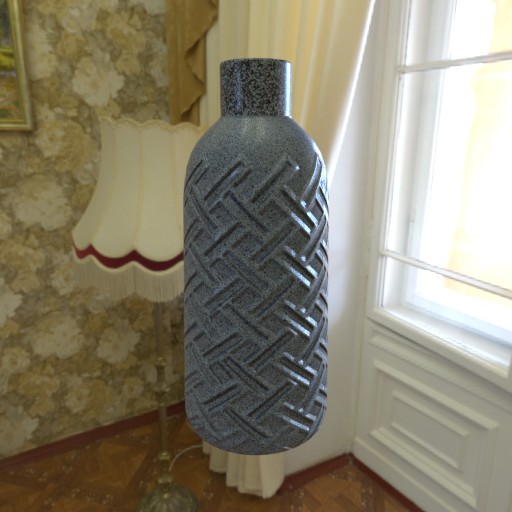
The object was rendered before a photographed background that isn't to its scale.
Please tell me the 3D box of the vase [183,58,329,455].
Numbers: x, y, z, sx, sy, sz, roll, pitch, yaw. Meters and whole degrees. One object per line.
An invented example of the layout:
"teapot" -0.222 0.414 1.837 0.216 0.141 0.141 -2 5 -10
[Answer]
"vase" 0.000 0.000 0.351 0.122 0.282 0.122 0 16 0
